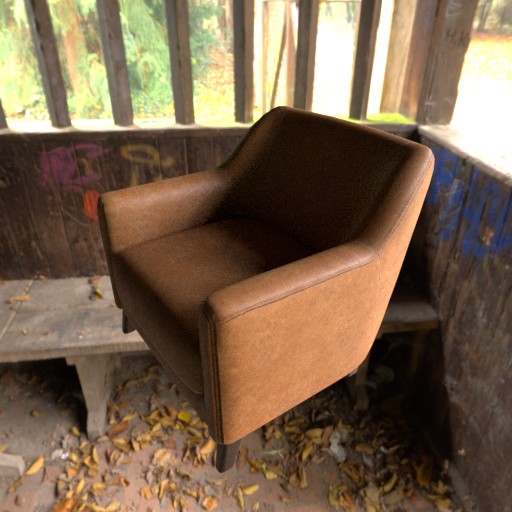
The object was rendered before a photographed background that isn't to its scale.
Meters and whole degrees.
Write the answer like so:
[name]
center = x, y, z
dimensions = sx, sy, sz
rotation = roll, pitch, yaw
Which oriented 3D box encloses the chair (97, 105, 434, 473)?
[chair]
center = 0.000, 0.000, 1.846
dimensions = 1.034, 0.980, 1.037
rotation = -20, 36, -30
